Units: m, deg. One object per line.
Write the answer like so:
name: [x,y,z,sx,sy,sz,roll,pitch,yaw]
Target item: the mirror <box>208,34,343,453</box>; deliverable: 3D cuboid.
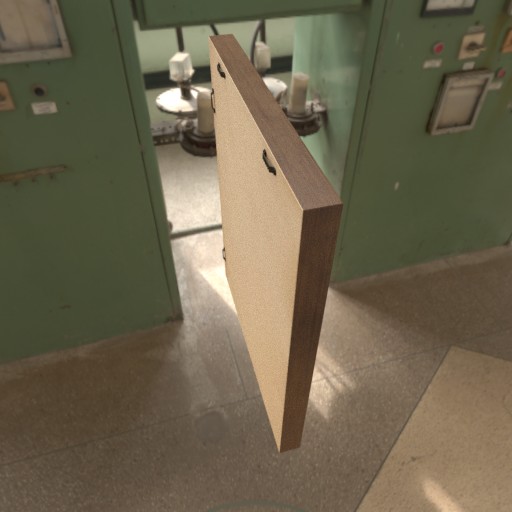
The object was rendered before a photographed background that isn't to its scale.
mirror: [0.000,0.000,0.680,0.041,0.508,0.405,-11,46,-11]
